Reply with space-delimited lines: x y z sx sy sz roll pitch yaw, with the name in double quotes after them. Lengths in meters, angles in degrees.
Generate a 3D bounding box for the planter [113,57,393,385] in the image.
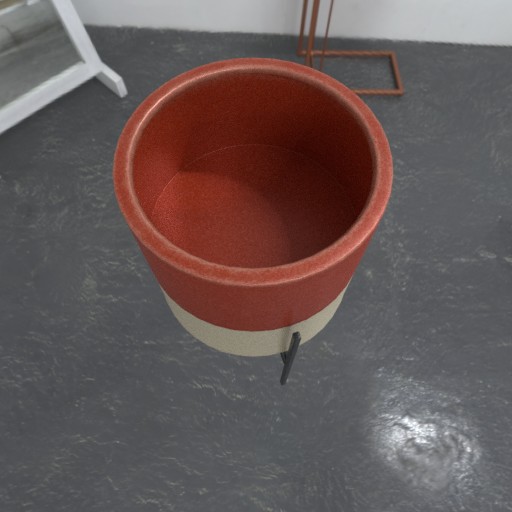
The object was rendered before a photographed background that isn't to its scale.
0.000 0.000 0.524 0.235 0.354 0.251 -16 65 -7 "planter"
